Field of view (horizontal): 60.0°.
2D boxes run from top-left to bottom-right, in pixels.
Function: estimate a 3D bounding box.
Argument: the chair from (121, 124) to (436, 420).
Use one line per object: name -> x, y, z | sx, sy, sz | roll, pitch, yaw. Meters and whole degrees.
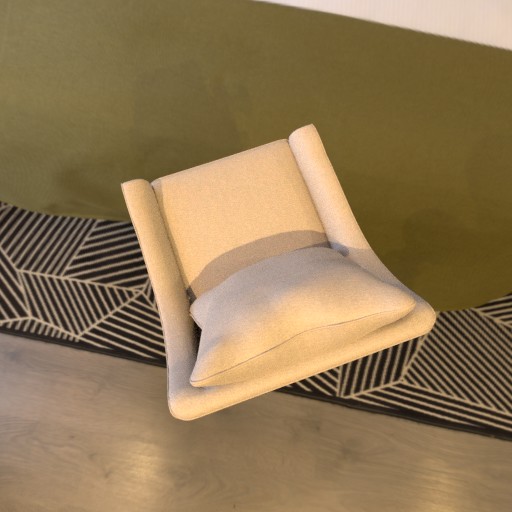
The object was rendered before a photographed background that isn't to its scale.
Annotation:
chair -> 0.000, 0.000, 1.593 | 0.760, 0.942, 0.876 | -19, 76, -5
